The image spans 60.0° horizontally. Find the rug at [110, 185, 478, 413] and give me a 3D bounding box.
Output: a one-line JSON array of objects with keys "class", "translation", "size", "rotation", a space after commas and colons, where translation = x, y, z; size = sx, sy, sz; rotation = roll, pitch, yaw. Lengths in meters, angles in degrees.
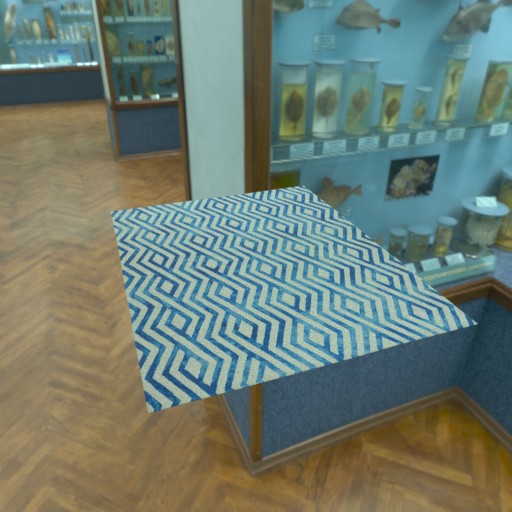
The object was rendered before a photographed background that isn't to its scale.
[{"class": "rug", "translation": [0.000, 0.000, 4.209], "size": [2.453, 0.008, 3.059], "rotation": [-10, 31, -17]}]
